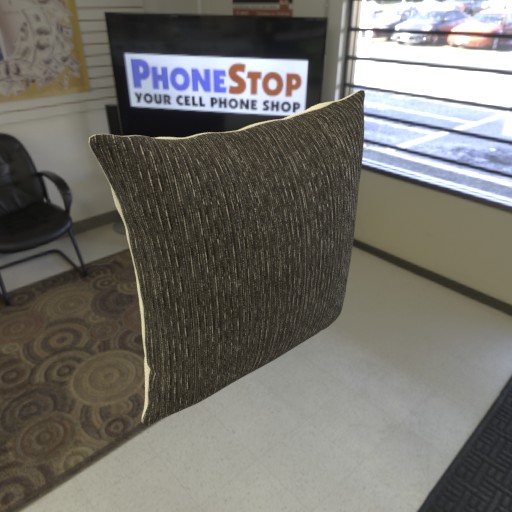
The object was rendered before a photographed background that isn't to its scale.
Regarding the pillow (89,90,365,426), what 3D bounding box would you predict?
[{"bbox_3d":[0.000,0.000,0.669,0.433,0.434,0.196,-22,37,-33],"label":"pillow"}]
